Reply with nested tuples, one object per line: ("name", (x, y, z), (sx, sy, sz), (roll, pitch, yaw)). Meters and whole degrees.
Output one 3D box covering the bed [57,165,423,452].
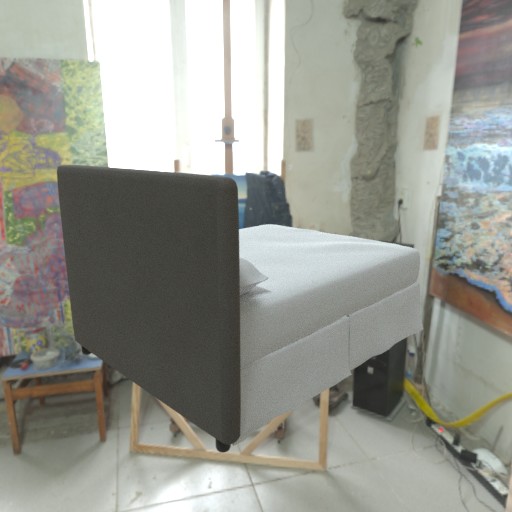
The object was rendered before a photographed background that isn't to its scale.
("bed", (0.000, 0.000, 3.223), (1.723, 1.330, 2.142), (14, 20, 43))
